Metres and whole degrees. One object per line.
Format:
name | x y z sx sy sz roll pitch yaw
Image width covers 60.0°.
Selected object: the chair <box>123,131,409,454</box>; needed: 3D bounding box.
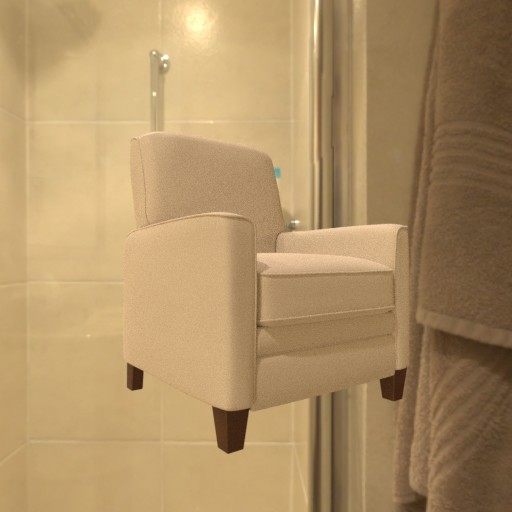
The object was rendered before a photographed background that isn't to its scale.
chair | 0.000 0.000 1.672 0.841 1.028 0.858 0 0 -37
